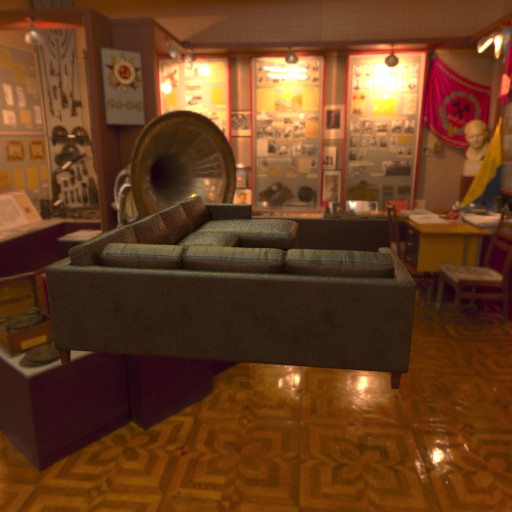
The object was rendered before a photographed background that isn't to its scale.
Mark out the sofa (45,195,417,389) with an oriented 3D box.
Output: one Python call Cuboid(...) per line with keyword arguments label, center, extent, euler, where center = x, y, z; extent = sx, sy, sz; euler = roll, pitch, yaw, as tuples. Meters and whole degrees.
Cuboid(label="sofa", center=(0.000, 0.000, 4.509), extent=(2.452, 0.891, 3.324), euler=(2, 15, 8))
